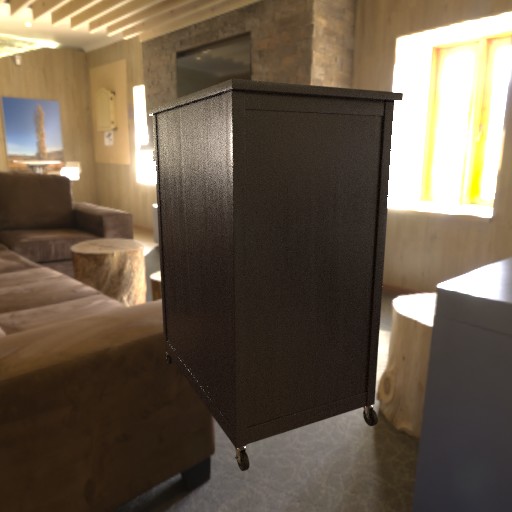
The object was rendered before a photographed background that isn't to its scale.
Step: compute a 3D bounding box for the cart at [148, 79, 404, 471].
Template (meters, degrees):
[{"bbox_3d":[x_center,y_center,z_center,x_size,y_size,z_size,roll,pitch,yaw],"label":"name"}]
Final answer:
[{"bbox_3d":[0.000,0.000,1.337,0.449,0.878,0.690,-6,14,-26],"label":"cart"}]
